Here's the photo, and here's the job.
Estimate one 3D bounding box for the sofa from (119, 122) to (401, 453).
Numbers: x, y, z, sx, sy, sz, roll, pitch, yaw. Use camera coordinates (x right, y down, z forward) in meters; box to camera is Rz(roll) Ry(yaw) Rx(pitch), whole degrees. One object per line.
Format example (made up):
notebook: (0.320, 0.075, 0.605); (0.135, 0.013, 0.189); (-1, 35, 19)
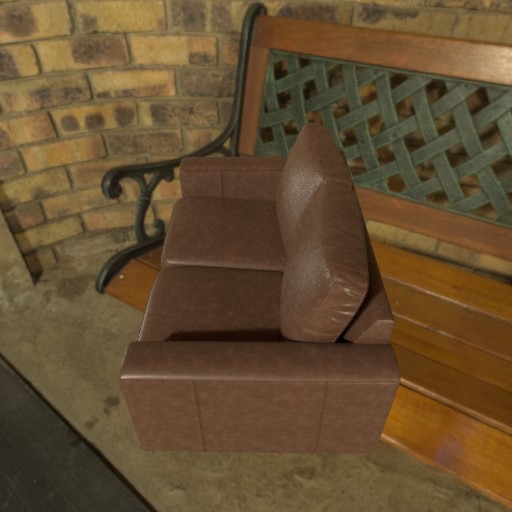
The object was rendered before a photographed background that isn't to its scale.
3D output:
sofa: (0.000, 0.000, 2.208); (1.016, 0.873, 1.616); (0, 40, 1)
